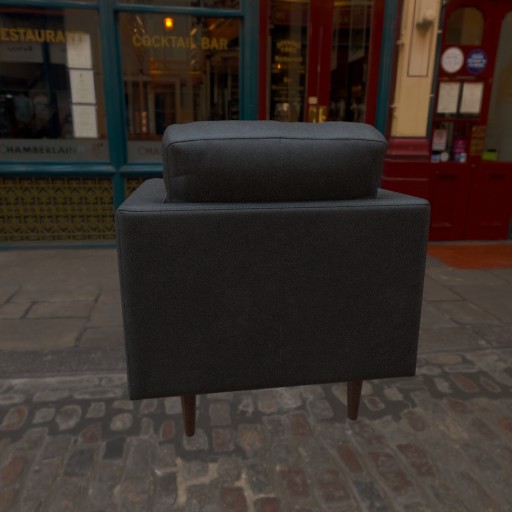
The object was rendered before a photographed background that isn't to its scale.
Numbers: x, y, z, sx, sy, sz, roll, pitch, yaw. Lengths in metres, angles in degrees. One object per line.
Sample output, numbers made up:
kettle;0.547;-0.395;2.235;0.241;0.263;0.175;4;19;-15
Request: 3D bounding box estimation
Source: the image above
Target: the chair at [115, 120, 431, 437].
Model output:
chair;0.000;0.000;1.576;0.831;0.898;0.879;-2;15;-9
